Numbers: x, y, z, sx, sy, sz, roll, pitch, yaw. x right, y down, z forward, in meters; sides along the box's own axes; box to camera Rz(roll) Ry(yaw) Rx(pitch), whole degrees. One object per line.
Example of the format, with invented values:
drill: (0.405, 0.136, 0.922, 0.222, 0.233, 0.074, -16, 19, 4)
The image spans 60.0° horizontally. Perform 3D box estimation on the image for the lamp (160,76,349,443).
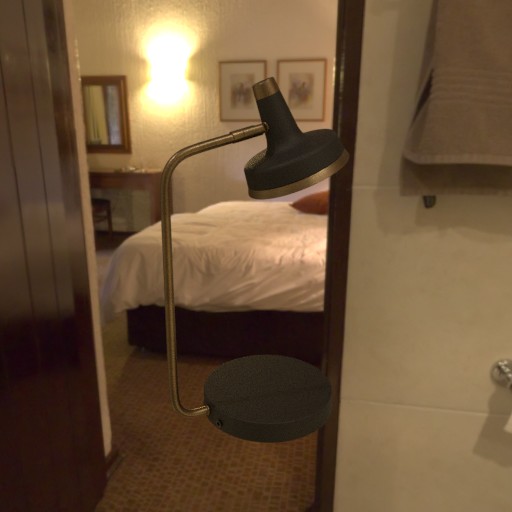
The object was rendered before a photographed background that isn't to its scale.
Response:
lamp: (0.000, 0.000, 0.506, 0.218, 0.385, 0.162, -7, 16, -26)
